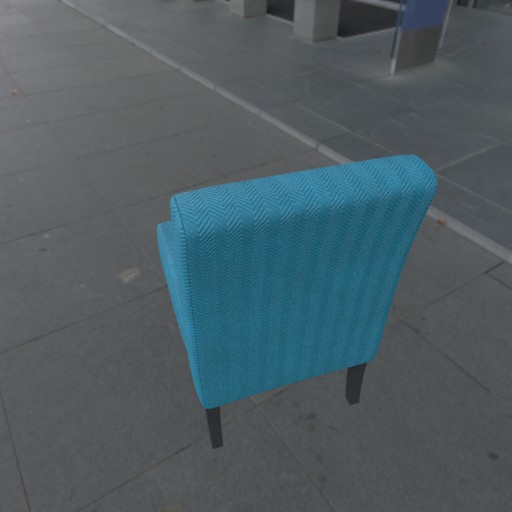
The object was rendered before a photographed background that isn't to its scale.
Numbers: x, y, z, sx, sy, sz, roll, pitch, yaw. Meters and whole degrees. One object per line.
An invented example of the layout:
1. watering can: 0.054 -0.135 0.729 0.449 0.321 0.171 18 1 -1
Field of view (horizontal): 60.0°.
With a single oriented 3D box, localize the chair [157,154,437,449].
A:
1. chair: 0.000 0.000 1.442 0.579 0.927 0.808 -12 41 -14
